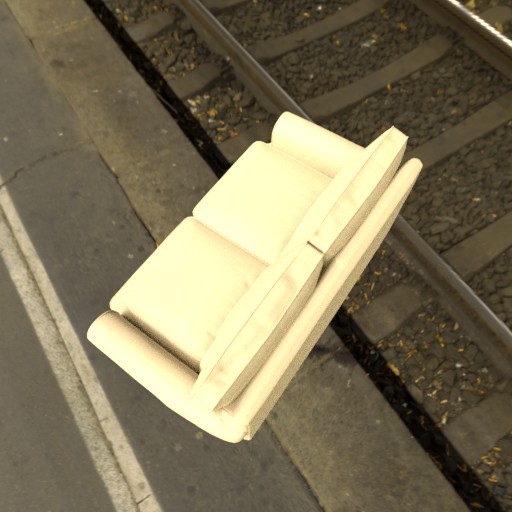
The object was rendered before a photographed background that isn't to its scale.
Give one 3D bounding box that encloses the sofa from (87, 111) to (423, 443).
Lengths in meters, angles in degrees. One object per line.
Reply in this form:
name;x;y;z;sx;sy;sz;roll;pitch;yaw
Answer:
sofa;0.000;0.000;2.291;0.964;0.937;1.665;32;68;15
